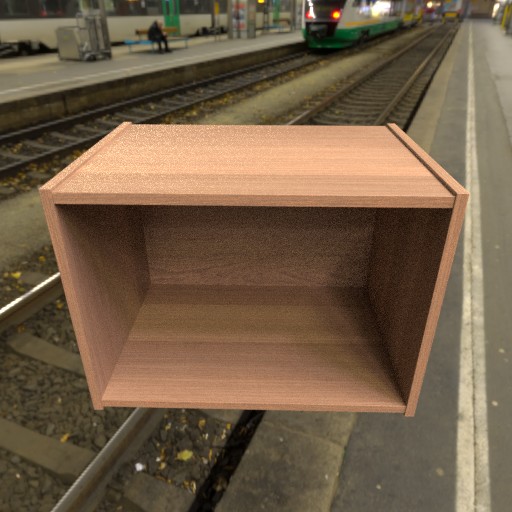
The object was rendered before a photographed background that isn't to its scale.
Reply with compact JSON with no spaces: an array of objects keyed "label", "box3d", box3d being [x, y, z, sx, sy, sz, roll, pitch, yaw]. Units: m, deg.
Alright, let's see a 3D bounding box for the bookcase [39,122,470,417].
[{"label":"bookcase","box3d":[0.000,0.000,0.626,0.415,0.305,0.290,1,29,1]}]
